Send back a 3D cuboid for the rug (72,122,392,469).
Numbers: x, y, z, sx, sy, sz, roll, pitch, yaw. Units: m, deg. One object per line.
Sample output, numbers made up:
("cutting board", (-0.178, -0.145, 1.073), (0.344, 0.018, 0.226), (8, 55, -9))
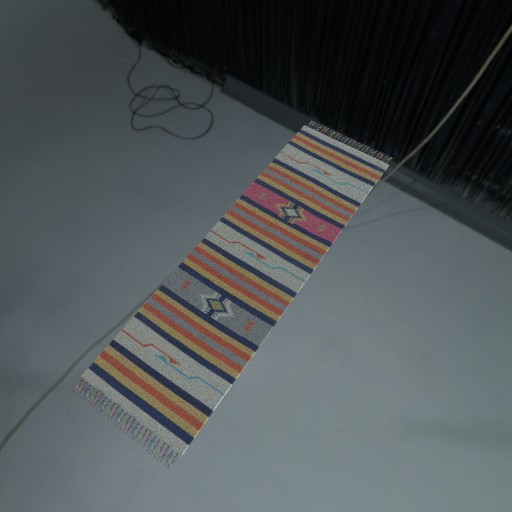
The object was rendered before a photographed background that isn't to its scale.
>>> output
("rug", (0.000, 0.000, 2.751), (0.695, 0.017, 2.455), (31, 64, 17))
